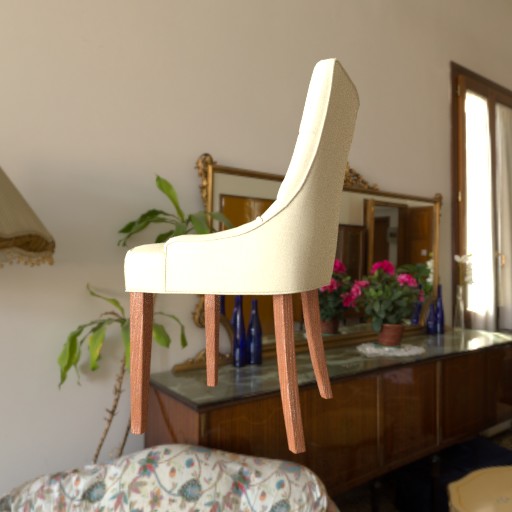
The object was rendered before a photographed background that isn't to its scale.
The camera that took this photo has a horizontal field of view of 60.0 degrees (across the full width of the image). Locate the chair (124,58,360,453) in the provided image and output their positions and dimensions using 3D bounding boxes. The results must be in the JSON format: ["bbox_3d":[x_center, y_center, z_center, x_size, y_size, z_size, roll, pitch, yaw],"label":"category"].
[{"bbox_3d":[0.000,0.000,1.239,0.565,0.874,0.509,0,-1,18],"label":"chair"}]
